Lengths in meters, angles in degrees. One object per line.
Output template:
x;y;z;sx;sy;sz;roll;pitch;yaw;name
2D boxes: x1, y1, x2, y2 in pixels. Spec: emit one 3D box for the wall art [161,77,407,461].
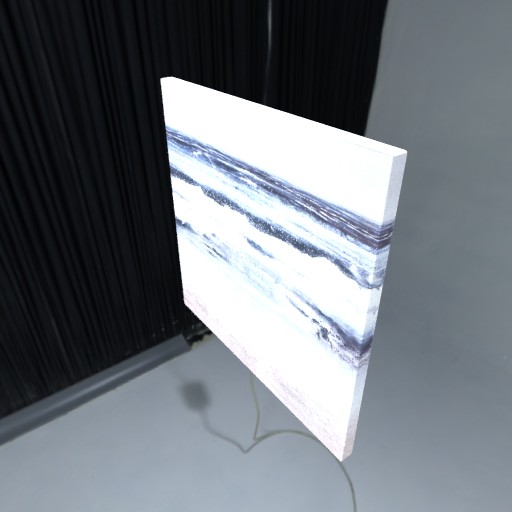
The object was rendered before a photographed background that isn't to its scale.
0.000;0.000;1.121;0.065;0.747;0.755;-22;38;-31;wall art
